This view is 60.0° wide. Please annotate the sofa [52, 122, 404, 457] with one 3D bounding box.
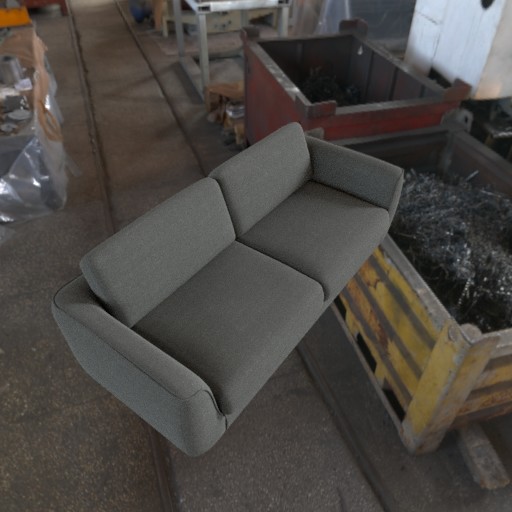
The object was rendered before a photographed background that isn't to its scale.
[{"bbox_3d":[0.000,0.000,2.447,0.920,0.850,2.000,26,48,26],"label":"sofa"}]
